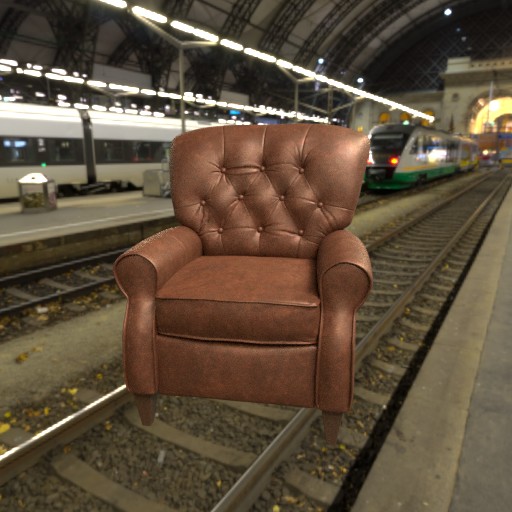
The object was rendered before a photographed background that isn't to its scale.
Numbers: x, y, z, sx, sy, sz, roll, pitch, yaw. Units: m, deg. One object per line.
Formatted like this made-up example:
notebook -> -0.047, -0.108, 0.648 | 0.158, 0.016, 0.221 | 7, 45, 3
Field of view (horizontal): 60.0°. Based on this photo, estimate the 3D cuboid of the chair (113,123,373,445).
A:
chair -> 0.000, 0.000, 1.951 | 0.979, 1.162, 1.031 | 2, 13, 9
